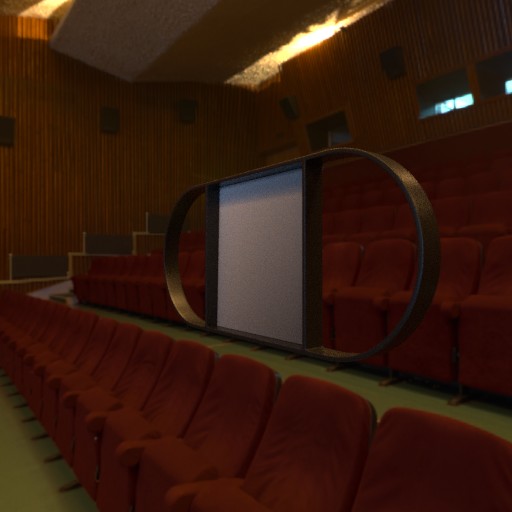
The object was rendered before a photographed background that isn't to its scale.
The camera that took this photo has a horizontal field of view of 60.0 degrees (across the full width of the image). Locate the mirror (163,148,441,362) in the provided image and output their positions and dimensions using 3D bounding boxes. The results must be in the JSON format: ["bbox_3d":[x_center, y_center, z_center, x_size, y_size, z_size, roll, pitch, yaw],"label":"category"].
[{"bbox_3d":[0.000,0.000,0.673,0.032,0.254,0.584,0,-1,-37],"label":"mirror"}]
